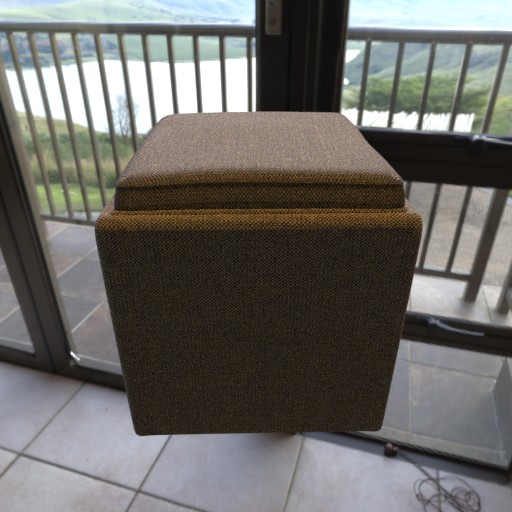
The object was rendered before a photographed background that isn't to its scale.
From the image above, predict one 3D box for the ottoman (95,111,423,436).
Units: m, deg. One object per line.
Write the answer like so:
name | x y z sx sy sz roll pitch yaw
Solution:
ottoman | 0.000 0.000 0.853 0.436 0.487 0.454 -1 30 -1
